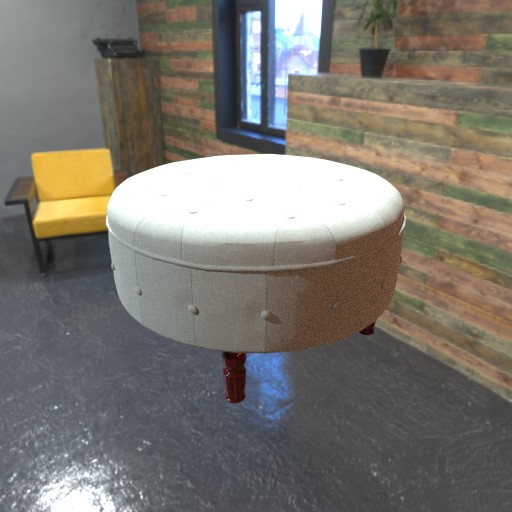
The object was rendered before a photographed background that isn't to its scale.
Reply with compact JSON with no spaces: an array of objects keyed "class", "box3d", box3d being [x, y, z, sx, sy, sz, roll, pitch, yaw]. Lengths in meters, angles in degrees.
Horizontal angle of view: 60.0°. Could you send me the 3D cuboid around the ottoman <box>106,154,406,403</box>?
[{"class":"ottoman","box3d":[0.000,0.000,1.379,0.850,0.483,0.850,0,25,0]}]
